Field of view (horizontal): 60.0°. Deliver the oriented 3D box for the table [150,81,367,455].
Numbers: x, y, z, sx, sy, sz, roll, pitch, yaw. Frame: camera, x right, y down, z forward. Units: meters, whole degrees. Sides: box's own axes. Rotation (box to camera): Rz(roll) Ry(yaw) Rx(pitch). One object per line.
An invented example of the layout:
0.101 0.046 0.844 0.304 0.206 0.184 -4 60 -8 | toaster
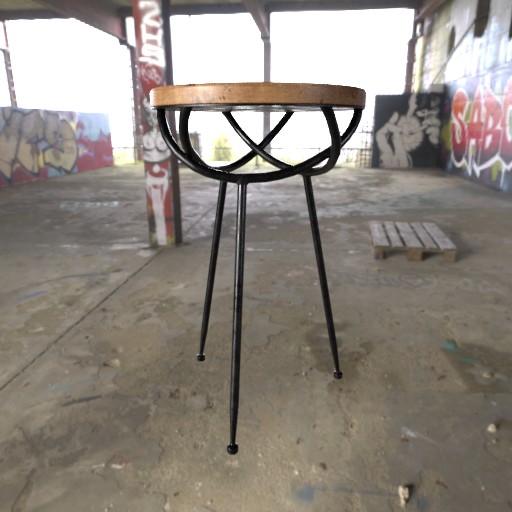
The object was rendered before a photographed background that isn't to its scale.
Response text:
0.000 0.000 0.950 0.414 0.664 0.418 8 18 25 | table
